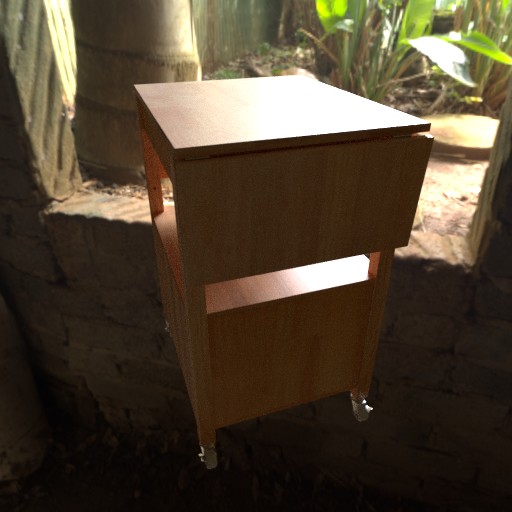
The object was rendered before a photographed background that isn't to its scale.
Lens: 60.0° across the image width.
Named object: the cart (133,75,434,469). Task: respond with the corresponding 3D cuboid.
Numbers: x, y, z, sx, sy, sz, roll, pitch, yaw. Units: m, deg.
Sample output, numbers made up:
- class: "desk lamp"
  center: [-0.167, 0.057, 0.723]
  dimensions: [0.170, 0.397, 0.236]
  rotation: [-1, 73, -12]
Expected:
- class: "cart"
  center: [0.000, 0.000, 1.242]
  dimensions: [0.508, 0.838, 0.640]
  rotation: [-10, 32, -17]
